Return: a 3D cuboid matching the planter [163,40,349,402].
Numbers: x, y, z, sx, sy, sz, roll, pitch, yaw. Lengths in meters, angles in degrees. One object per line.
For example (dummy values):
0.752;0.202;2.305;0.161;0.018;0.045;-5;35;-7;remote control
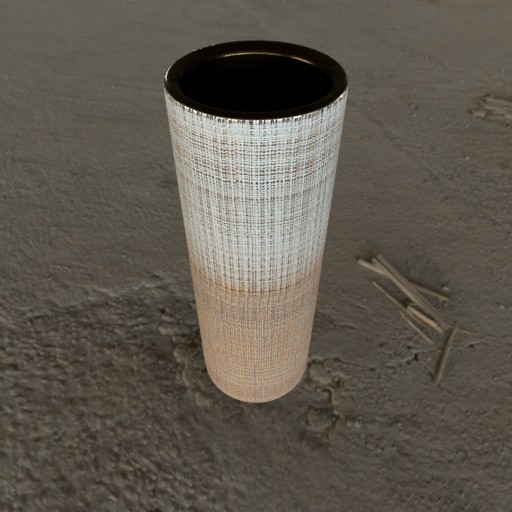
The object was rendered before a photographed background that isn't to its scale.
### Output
0.000;0.000;0.335;0.099;0.278;0.099;-17;47;-16;planter
